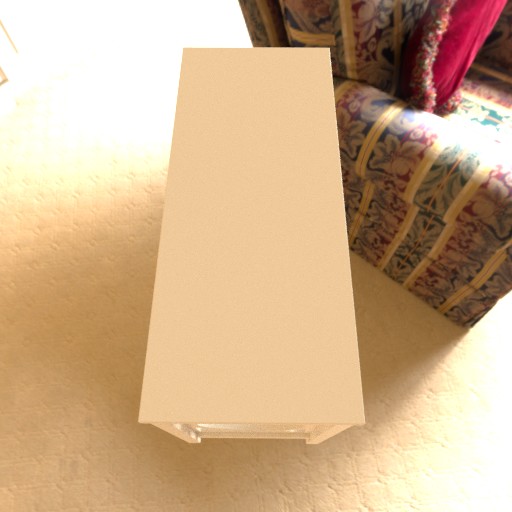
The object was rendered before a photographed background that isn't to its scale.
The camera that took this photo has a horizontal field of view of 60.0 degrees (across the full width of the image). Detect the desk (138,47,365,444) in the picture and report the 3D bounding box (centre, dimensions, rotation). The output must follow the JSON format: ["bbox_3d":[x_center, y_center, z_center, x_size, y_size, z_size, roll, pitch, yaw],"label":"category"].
[{"bbox_3d":[0.000,0.000,1.568,0.504,0.762,1.191,0,64,0],"label":"desk"}]
